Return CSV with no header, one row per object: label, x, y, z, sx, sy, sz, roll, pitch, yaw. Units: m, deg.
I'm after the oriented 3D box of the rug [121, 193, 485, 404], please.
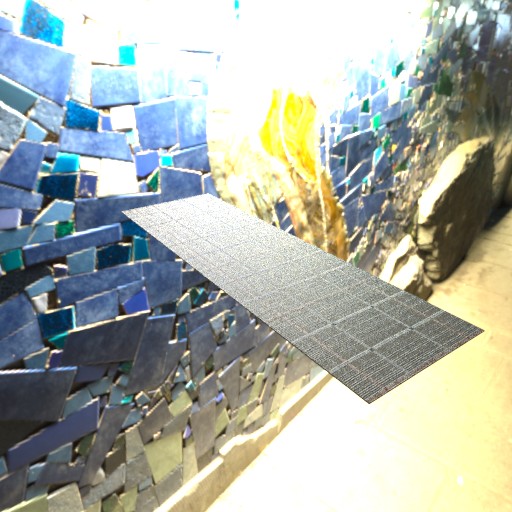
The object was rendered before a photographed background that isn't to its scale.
rug,0.000,0.000,2.670,0.762,0.008,2.439,-17,31,-32
